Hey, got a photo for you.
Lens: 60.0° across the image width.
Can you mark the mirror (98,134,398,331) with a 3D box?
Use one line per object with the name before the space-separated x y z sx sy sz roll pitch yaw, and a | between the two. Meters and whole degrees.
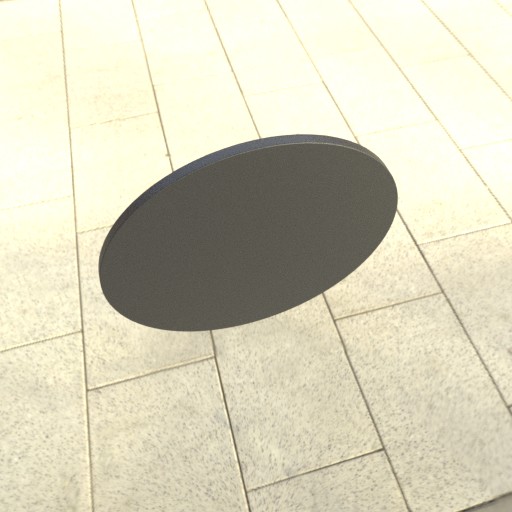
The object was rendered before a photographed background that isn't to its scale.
mirror | 0.000 0.000 1.602 1.077 1.077 0.036 -15 59 -9
